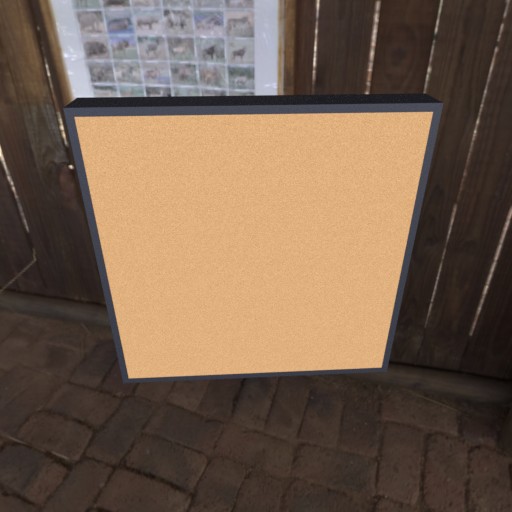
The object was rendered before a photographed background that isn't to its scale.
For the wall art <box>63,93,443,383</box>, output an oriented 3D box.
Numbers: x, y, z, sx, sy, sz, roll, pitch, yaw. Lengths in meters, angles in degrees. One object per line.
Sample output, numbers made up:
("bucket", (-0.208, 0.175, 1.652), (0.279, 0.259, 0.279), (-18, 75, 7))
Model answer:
("wall art", (0.000, 0.000, 0.449), (0.304, 0.304, 0.038), (-2, 31, -3))
